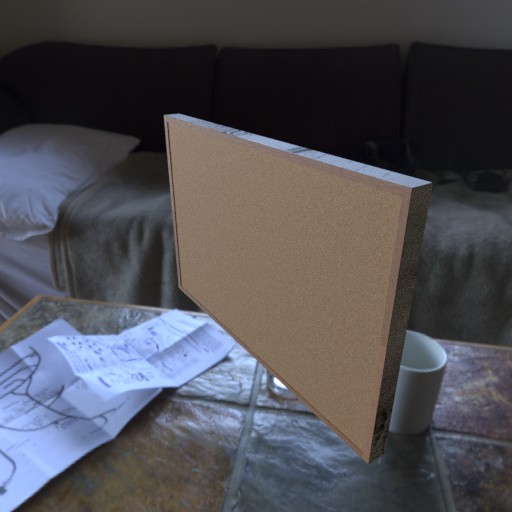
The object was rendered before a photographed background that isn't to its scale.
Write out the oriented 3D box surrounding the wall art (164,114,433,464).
[{"bbox_3d":[0.000,0.000,0.778,0.035,0.407,0.613,-17,30,-31],"label":"wall art"}]
